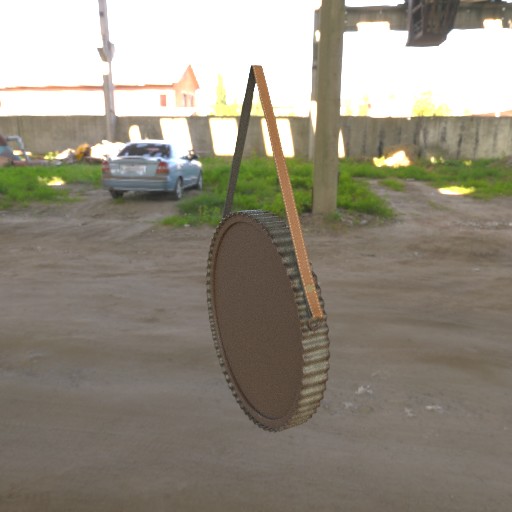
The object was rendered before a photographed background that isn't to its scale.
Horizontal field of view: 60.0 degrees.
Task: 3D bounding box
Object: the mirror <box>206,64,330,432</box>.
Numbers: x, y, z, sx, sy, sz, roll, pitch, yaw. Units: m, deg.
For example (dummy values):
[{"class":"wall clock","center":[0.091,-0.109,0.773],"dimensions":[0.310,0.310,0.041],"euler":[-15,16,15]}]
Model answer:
[{"class":"mirror","center":[0.000,0.000,0.707],"dimensions":[0.042,0.568,0.355],"euler":[-7,16,-26]}]
